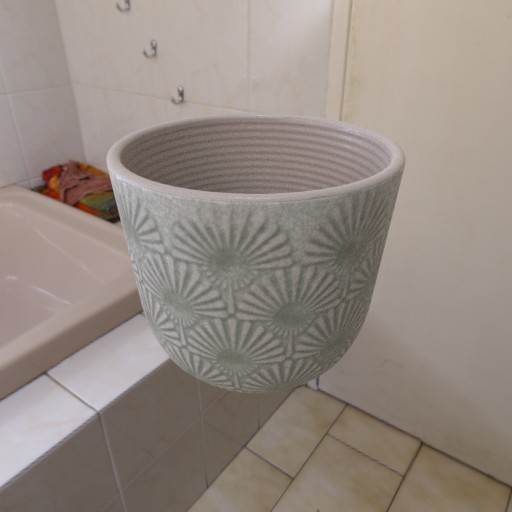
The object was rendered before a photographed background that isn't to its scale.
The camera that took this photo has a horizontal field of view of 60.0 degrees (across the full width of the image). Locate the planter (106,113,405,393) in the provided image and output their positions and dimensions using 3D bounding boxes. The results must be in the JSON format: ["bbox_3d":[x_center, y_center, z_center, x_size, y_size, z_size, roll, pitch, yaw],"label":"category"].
[{"bbox_3d":[0.000,0.000,0.298,0.170,0.152,0.170,0,30,0],"label":"planter"}]
